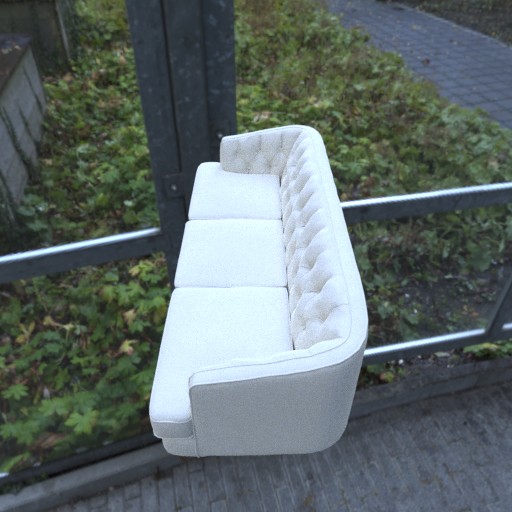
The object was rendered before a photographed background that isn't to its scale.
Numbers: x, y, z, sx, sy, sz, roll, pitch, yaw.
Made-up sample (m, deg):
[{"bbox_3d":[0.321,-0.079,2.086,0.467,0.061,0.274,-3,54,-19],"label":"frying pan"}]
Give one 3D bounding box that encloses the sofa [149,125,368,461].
[{"bbox_3d":[0.000,0.000,2.737,0.941,0.855,2.278,0,40,0],"label":"sofa"}]
